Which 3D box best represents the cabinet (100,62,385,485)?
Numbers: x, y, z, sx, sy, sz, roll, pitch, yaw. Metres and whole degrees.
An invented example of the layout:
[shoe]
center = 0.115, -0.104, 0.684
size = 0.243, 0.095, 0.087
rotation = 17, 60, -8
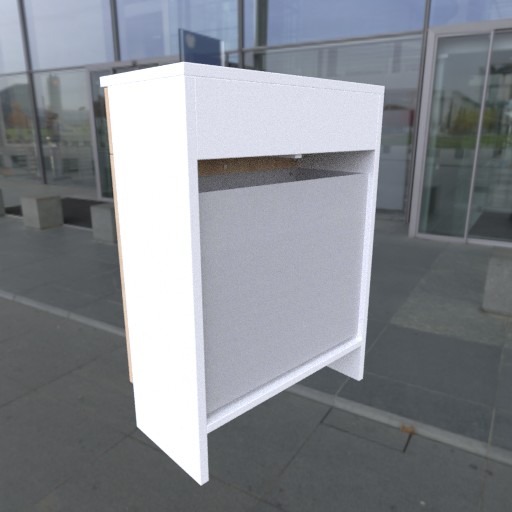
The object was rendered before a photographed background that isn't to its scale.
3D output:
[cabinet]
center = 0.000, 0.000, 1.111
size = 0.600, 0.815, 0.296
rotation = -15, 22, -42
